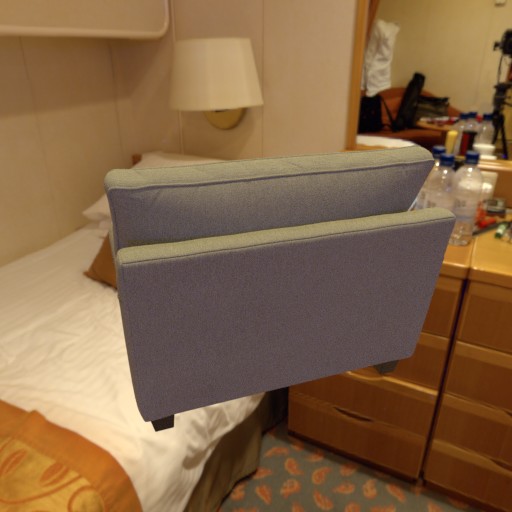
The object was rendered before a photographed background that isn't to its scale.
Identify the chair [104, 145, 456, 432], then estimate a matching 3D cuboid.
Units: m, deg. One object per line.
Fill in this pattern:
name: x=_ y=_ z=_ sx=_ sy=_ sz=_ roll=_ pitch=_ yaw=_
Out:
chair: x=0.000 y=0.000 z=1.988 sx=1.220 sy=1.016 sz=1.041 roll=-8 pitch=27 yaw=-17
